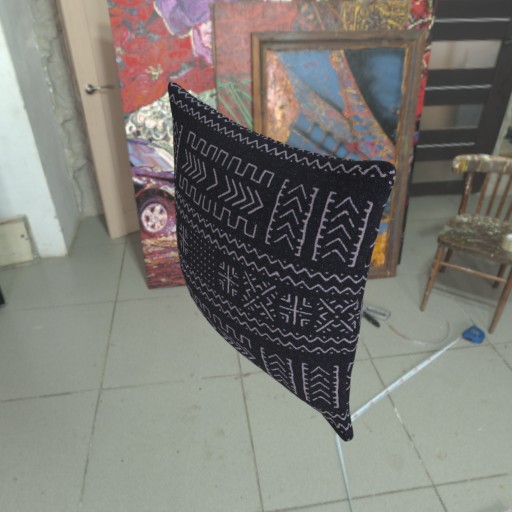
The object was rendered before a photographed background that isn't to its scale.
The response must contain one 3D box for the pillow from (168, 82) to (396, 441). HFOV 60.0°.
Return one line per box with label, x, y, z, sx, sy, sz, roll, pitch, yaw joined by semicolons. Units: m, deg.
pillow;0.000;0.000;0.667;0.164;0.430;0.438;-23;40;-31
